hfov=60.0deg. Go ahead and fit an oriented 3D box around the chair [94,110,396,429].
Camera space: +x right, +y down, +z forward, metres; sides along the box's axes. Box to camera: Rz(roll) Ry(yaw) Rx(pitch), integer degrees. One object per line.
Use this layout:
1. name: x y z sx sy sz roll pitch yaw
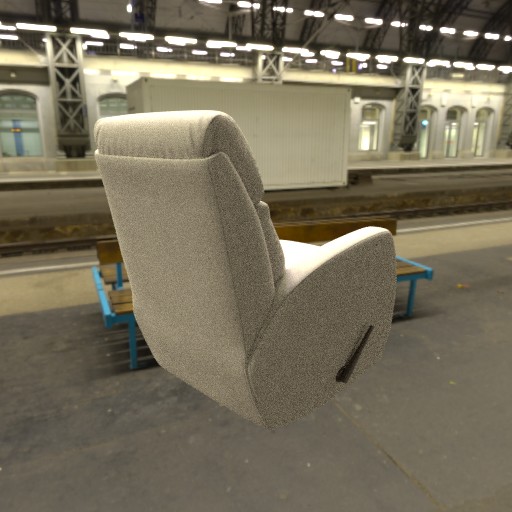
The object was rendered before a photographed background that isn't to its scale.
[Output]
1. chair: 0.000 0.000 1.681 0.812 1.015 0.941 14 21 42
